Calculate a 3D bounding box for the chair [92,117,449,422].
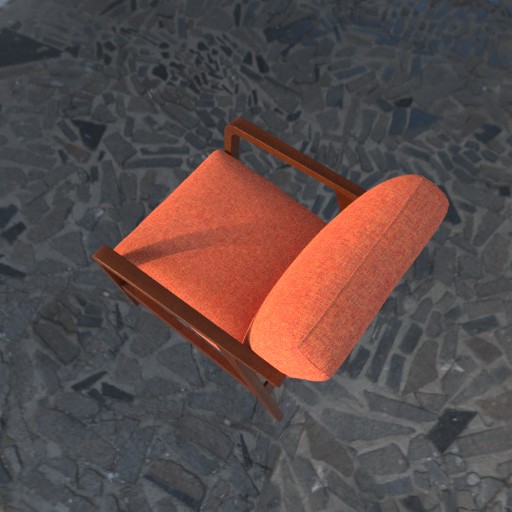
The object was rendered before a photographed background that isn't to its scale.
[{"bbox_3d":[0.000,0.000,1.518,0.860,0.890,0.719,35,69,16],"label":"chair"}]
